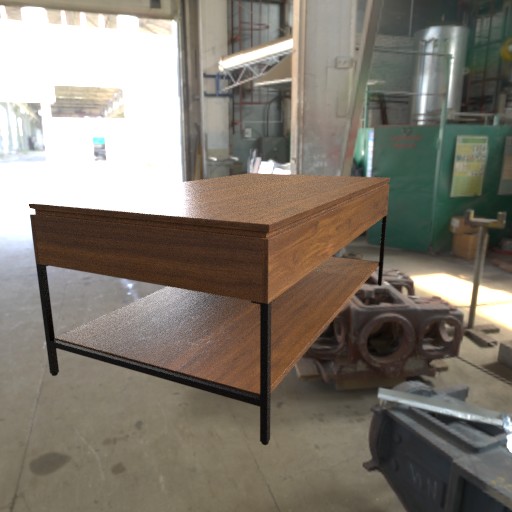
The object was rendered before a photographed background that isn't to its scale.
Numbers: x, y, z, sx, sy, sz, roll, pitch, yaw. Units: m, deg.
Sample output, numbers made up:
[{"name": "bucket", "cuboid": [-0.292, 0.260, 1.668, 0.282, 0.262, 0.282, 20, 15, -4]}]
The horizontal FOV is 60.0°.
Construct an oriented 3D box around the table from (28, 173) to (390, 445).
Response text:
[{"name": "table", "cuboid": [0.000, 0.000, 1.343, 0.574, 0.414, 1.057, 7, 16, 26]}]
